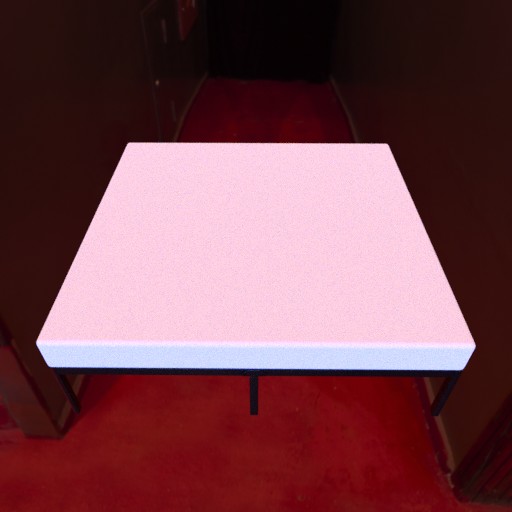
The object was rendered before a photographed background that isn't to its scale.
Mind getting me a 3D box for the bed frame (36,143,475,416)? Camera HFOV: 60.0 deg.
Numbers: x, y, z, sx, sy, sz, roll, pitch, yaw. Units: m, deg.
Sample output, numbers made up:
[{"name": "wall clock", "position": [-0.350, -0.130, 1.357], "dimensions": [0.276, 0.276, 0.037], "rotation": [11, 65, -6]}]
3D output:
[{"name": "bed frame", "position": [0.000, 0.000, 2.998], "dimensions": [2.079, 0.659, 1.963], "rotation": [0, 42, 0]}]
